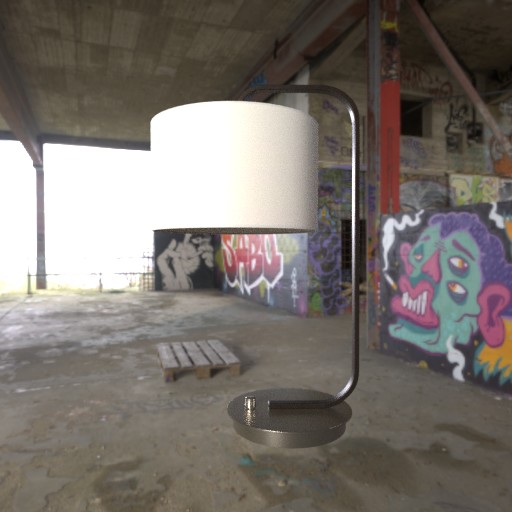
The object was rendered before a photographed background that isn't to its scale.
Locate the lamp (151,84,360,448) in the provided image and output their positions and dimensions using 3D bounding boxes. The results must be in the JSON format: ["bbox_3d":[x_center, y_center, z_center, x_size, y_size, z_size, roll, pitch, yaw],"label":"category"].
[{"bbox_3d":[0.000,0.000,0.621,0.288,0.473,0.230,0,1,-1],"label":"lamp"}]
